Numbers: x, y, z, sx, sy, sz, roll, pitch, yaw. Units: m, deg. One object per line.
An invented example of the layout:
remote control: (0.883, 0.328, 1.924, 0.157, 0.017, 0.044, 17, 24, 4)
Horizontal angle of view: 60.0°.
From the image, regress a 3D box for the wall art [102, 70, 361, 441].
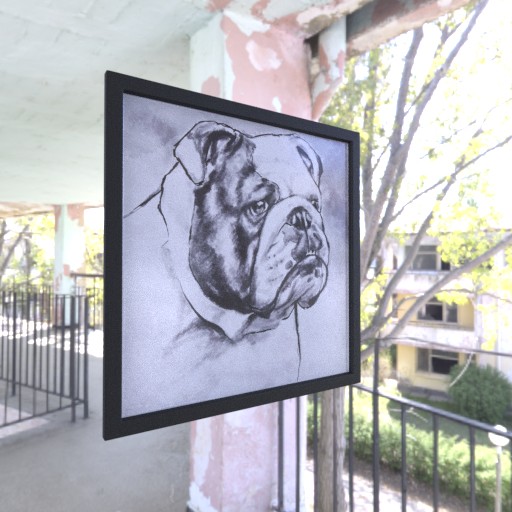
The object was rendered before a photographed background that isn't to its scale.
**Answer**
wall art: (0.000, 0.000, 0.982, 0.663, 0.659, 0.016, 1, -1, -35)
